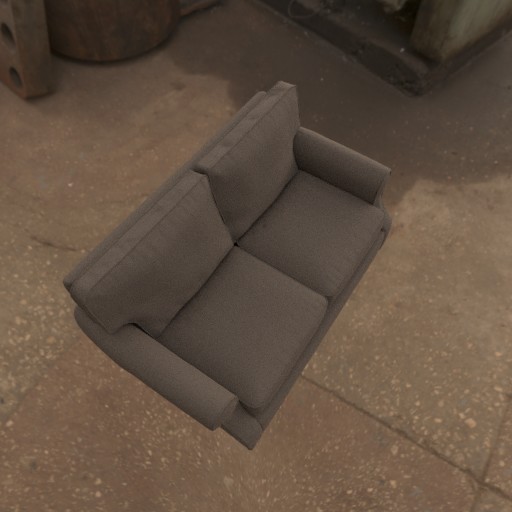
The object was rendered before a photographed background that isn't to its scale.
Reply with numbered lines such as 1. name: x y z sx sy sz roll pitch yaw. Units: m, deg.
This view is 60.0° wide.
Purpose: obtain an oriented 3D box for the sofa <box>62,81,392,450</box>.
1. sofa: 0.000 0.000 2.286 0.964 0.937 1.665 30 62 17
